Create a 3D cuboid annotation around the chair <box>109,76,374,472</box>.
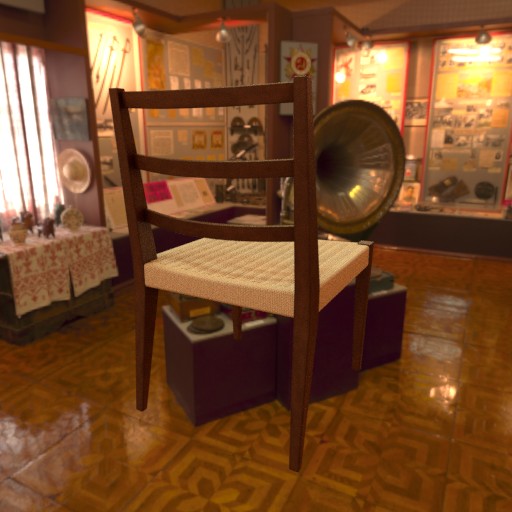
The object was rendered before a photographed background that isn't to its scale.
[{"bbox_3d":[0.000,0.000,1.169,0.480,0.813,0.551,9,18,28],"label":"chair"}]
